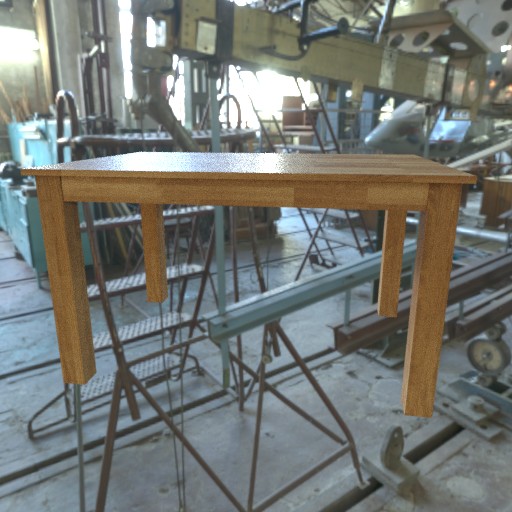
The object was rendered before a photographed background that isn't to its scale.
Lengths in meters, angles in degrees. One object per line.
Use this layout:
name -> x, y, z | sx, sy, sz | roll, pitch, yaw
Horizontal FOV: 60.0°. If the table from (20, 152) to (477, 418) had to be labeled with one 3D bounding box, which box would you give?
table -> 0.000, 0.000, 1.774 | 1.300, 0.750, 0.900 | 3, 17, 9
